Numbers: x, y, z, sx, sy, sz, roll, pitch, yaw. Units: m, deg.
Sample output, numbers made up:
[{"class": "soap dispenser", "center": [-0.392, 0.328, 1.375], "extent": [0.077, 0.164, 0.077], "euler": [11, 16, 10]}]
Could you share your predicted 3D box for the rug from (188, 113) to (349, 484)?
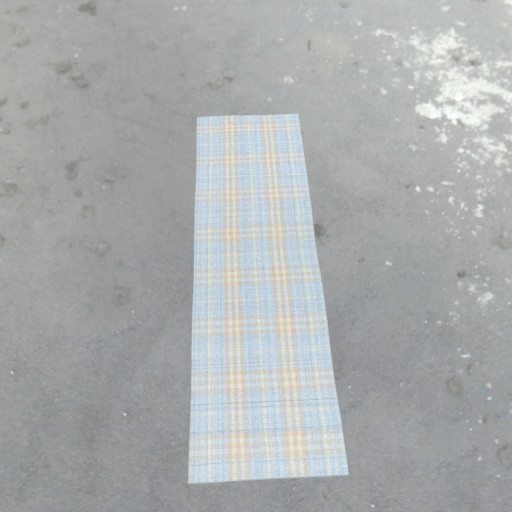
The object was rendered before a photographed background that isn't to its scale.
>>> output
[{"class": "rug", "center": [0.000, 0.000, 2.699], "extent": [0.762, 0.013, 2.439], "euler": [-2, 60, -1]}]
